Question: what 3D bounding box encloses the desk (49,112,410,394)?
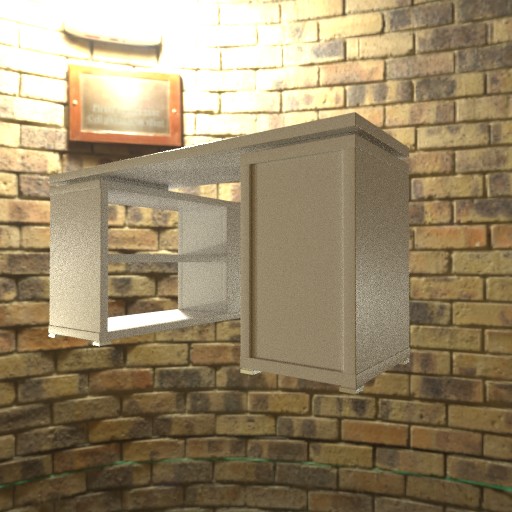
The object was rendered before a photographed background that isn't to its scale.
[{"bbox_3d":[0.000,0.000,2.112,1.524,0.753,1.200,0,-1,36],"label":"desk"}]
